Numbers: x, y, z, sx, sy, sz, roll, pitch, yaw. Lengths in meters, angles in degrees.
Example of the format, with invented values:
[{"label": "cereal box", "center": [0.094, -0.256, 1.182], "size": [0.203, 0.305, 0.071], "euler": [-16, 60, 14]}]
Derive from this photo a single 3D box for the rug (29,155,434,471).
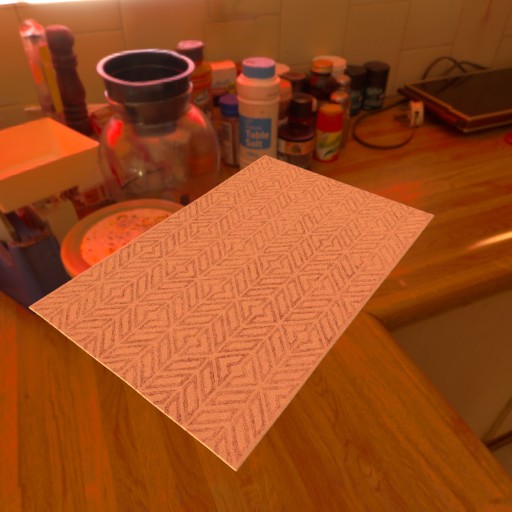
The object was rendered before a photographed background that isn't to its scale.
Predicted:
[{"label": "rug", "center": [0.000, 0.000, 2.299], "size": [1.220, 0.007, 1.828], "euler": [26, 47, 27]}]
